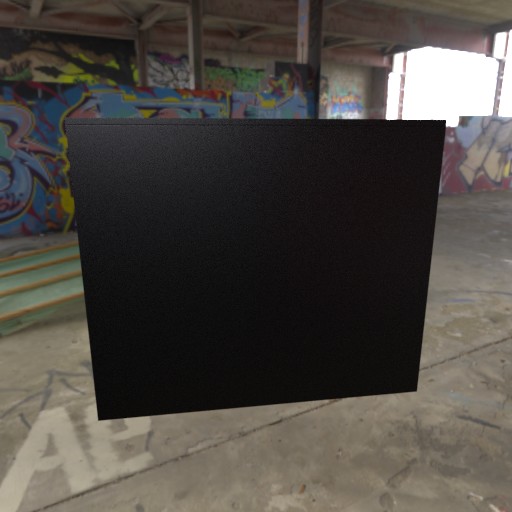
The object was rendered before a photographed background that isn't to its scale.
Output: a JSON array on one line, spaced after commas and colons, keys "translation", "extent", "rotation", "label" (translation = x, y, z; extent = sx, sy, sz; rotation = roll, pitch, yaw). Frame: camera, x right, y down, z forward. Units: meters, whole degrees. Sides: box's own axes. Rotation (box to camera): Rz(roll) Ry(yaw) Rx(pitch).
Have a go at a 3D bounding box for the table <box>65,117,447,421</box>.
[{"translation": [0.000, 0.000, 1.352], "extent": [0.930, 0.790, 0.380], "rotation": [-2, 16, -8], "label": "table"}]
